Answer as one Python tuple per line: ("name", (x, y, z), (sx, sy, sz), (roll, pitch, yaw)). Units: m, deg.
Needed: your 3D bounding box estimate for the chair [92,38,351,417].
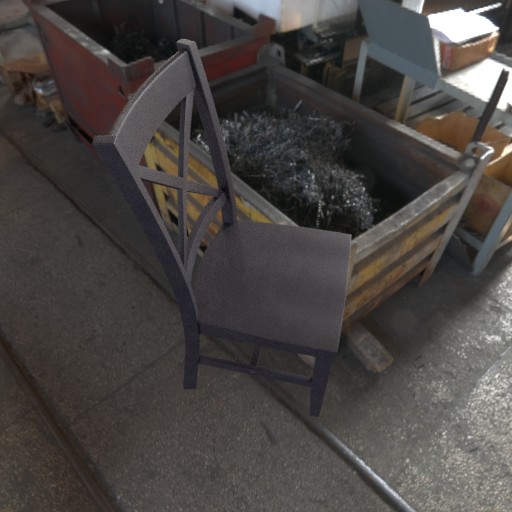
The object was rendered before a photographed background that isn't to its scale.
("chair", (0.000, 0.000, 1.279), (0.542, 0.983, 0.485), (10, 48, 9))
